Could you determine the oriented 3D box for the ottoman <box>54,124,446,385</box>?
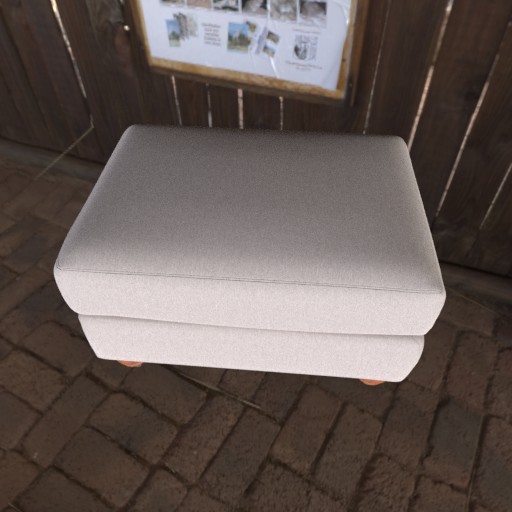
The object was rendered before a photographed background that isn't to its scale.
[{"bbox_3d":[0.000,0.000,1.154,0.773,0.497,0.574,3,46,3],"label":"ottoman"}]
